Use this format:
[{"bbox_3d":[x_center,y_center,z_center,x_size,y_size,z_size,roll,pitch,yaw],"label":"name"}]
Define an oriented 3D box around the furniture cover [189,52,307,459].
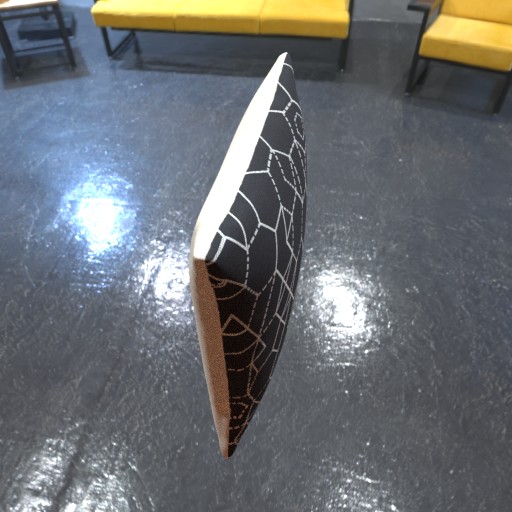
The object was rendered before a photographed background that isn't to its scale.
[{"bbox_3d":[0.000,0.000,0.776,0.158,0.508,0.517,8,46,8],"label":"furniture cover"}]
